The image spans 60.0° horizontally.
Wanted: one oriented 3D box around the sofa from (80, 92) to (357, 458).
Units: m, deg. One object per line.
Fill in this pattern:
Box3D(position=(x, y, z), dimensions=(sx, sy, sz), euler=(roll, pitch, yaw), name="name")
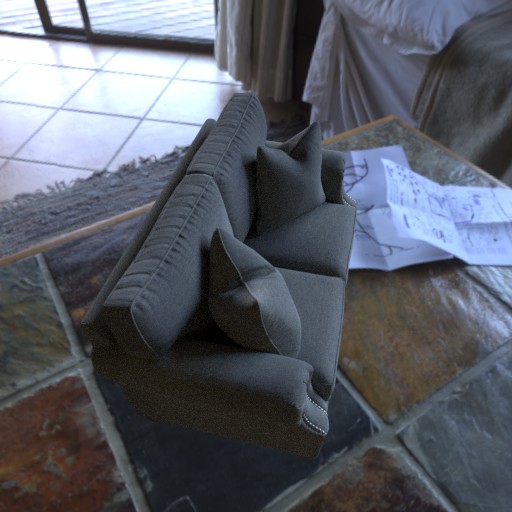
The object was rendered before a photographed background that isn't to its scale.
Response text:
Box3D(position=(0.000, 0.000, 2.255), dimensions=(0.966, 0.966, 1.701), euler=(10, 47, 9), name="sofa")
